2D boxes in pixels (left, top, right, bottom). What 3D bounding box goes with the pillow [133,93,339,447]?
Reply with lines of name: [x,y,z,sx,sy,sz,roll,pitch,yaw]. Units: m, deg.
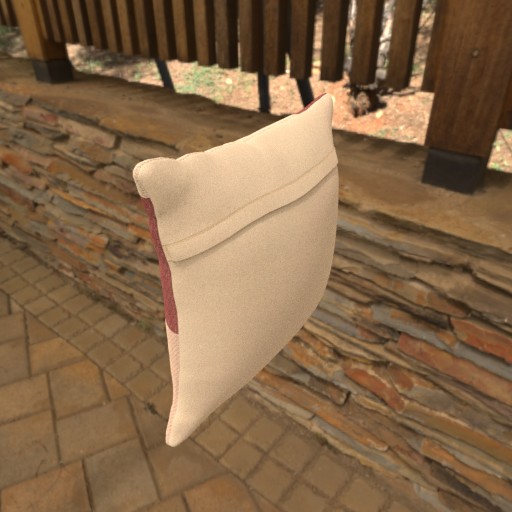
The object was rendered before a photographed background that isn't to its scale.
pillow: [0.000,0.000,0.817,0.229,0.506,0.536,20,37,28]
